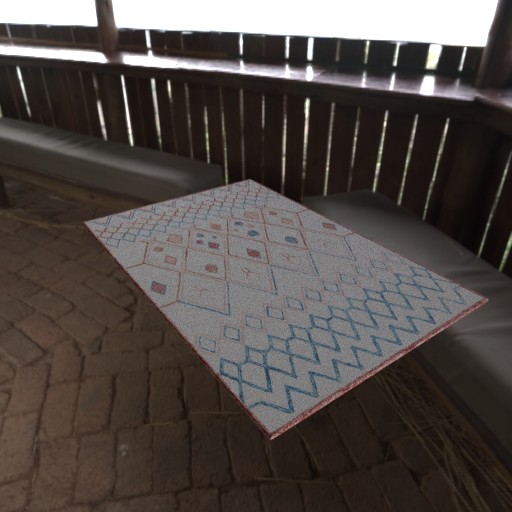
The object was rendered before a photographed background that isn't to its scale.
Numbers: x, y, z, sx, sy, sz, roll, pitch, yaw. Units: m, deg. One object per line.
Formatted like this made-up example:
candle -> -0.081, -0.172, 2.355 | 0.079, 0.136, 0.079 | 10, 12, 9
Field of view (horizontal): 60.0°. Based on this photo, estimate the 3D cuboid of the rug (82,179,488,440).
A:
rug -> 0.000, 0.000, 2.289 | 1.219, 0.016, 1.829 | -20, 36, -30
